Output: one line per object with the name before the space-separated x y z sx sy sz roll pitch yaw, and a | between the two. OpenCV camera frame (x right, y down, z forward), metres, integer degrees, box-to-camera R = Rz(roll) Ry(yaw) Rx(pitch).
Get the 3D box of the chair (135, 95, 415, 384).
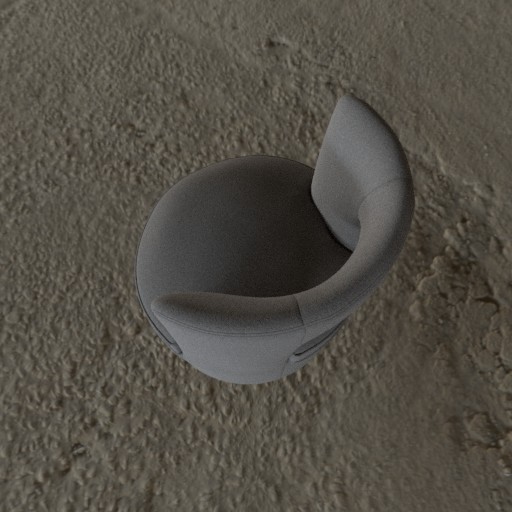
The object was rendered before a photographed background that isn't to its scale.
chair | 0.000 0.000 1.249 0.660 0.719 0.689 34 68 16
